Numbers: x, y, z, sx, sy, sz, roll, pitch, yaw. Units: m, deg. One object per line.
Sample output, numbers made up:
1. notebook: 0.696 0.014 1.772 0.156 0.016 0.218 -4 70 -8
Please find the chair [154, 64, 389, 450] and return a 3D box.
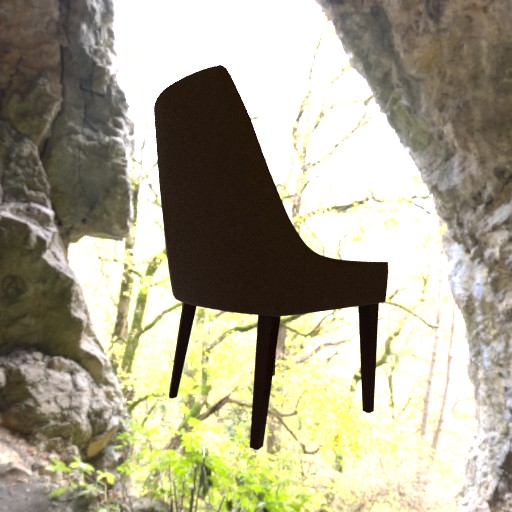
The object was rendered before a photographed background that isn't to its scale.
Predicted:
1. chair: 0.000 0.000 1.253 0.544 0.861 0.529 -1 1 -37
